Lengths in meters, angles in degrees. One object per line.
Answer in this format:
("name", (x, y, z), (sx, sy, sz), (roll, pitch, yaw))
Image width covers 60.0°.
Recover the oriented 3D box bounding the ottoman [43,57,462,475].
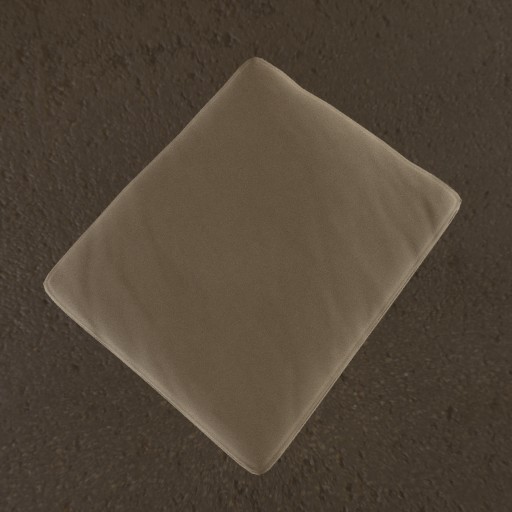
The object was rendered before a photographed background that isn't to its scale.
("ottoman", (0.000, 0.000, 1.476), (0.836, 0.492, 1.002), (38, 79, 9))
